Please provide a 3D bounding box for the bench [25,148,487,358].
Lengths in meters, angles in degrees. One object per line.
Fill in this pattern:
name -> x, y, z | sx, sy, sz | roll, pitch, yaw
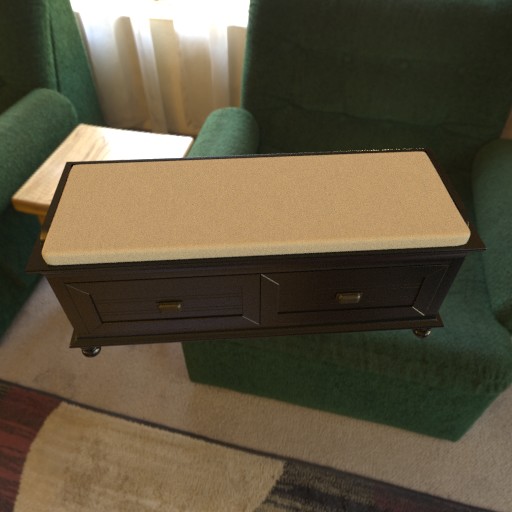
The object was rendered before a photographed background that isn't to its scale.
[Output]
bench -> 0.000, 0.000, 1.416 | 1.185, 0.501, 0.402 | -3, 47, -3
